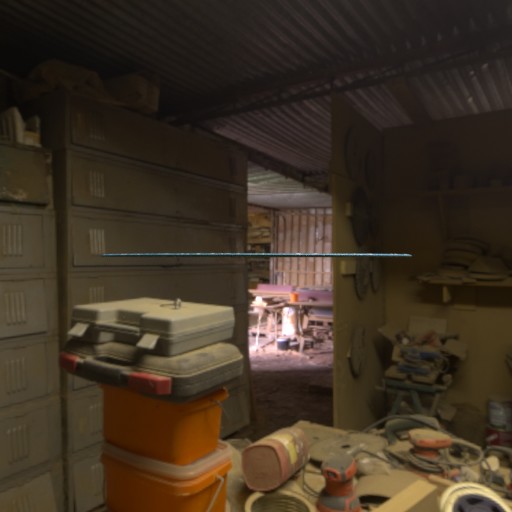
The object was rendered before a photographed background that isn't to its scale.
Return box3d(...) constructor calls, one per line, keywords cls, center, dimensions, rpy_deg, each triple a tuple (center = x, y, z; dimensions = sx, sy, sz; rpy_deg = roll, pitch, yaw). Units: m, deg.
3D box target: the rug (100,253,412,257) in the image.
box3d(cls="rug", center=(0.000, 0.000, 2.404), dimensions=(1.593, 0.012, 1.593), rpy_deg=(0, 0, 0))
